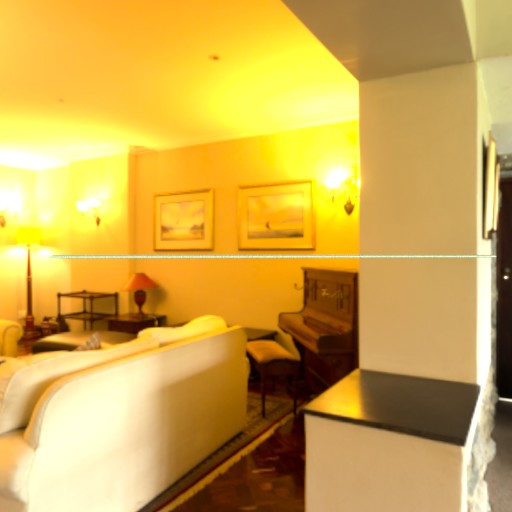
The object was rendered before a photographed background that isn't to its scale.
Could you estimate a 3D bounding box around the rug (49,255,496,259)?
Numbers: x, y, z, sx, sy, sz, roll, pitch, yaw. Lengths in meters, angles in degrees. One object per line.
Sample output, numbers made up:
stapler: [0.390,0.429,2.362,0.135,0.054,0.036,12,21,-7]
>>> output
rug: [0.000,0.000,2.782,2.205,0.014,1.589,0,0,-19]
